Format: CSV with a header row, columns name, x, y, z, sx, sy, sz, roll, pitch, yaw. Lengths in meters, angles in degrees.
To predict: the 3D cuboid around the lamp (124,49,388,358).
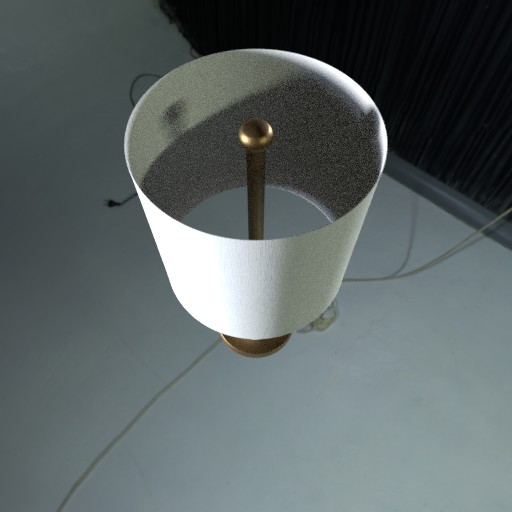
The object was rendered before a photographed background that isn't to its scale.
name,x,y,z,sx,sy,sz,roll,pitch,yaw
lamp,0.000,0.000,0.530,0.210,0.410,0.210,33,65,17
